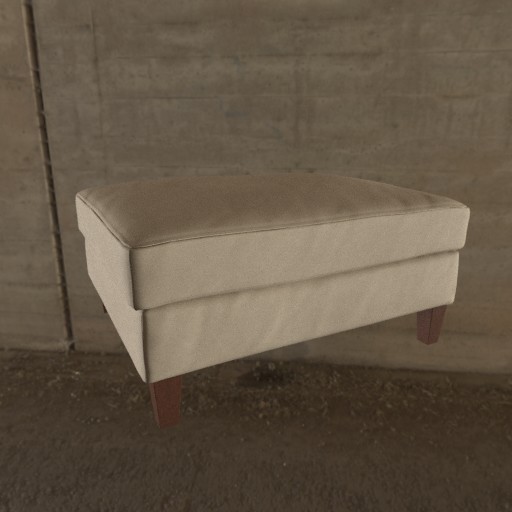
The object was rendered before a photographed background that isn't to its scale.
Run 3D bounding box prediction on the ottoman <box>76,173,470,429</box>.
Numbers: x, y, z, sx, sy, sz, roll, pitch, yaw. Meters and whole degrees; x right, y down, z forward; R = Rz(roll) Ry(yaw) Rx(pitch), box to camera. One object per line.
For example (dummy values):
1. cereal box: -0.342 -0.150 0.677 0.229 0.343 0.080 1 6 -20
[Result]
1. ottoman: 0.000 0.000 1.456 1.002 0.492 0.836 -9 19 -27
